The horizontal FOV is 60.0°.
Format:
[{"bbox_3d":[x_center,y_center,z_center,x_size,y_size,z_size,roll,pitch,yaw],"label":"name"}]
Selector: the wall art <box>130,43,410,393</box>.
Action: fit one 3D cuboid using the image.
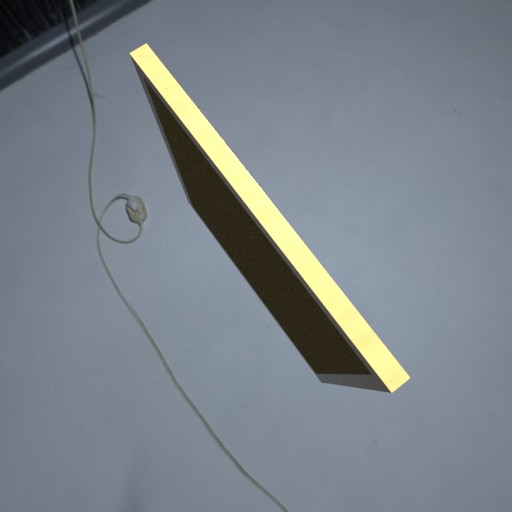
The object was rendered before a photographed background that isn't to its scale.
[{"bbox_3d":[0.000,0.000,2.877,0.097,1.936,1.935,-35,78,-9],"label":"wall art"}]
